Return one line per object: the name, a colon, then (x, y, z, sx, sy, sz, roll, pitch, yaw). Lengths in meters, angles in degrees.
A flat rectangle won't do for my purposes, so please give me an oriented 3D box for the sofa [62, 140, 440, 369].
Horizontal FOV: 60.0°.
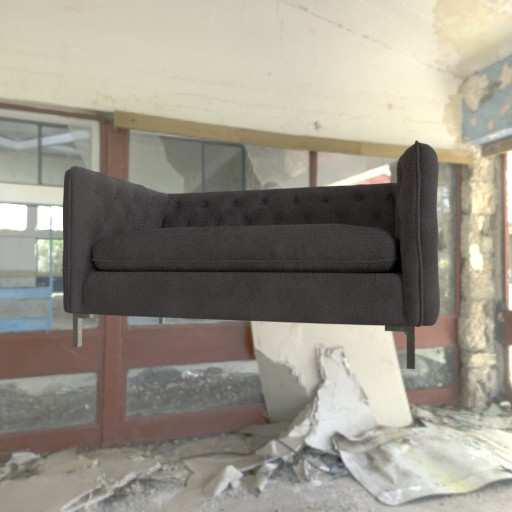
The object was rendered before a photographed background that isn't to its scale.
sofa: (0.000, 0.000, 2.147, 1.583, 0.810, 0.909, 0, -1, 17)
